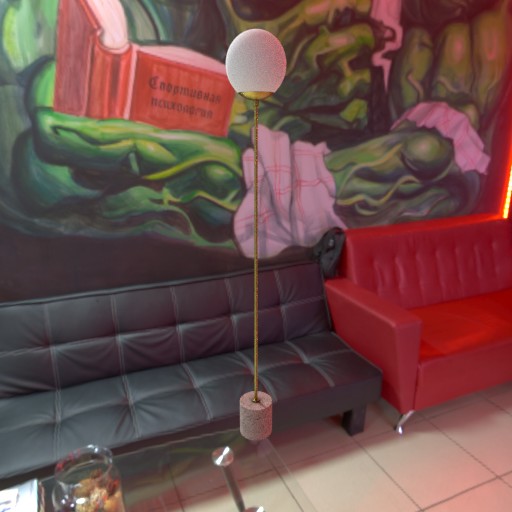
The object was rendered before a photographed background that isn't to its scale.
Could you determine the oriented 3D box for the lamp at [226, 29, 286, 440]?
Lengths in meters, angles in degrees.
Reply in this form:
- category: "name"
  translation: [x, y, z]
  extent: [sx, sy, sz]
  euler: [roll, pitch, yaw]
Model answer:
- category: "lamp"
  translation: [0.000, 0.000, 1.888]
  extent: [0.229, 1.748, 0.229]
  euler: [3, 17, 9]
